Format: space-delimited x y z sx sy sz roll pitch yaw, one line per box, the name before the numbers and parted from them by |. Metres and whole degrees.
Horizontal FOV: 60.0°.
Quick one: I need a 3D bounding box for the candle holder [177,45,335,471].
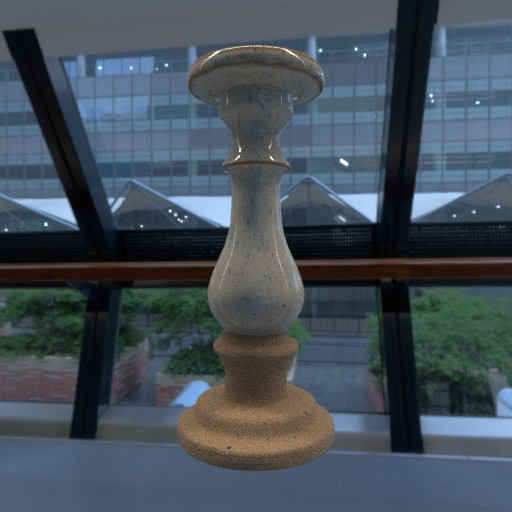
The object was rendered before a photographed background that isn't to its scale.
candle holder | 0.000 0.000 0.249 0.088 0.203 0.088 0 1 0
